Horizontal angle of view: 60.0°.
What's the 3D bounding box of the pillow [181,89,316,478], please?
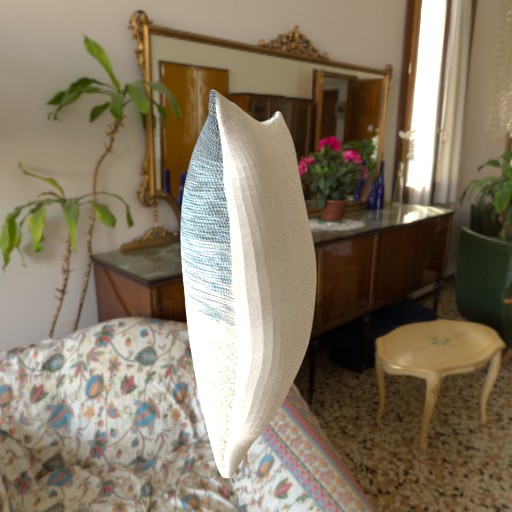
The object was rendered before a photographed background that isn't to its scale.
[{"bbox_3d":[0.000,0.000,0.668,0.182,0.441,0.440,3,15,11],"label":"pillow"}]
